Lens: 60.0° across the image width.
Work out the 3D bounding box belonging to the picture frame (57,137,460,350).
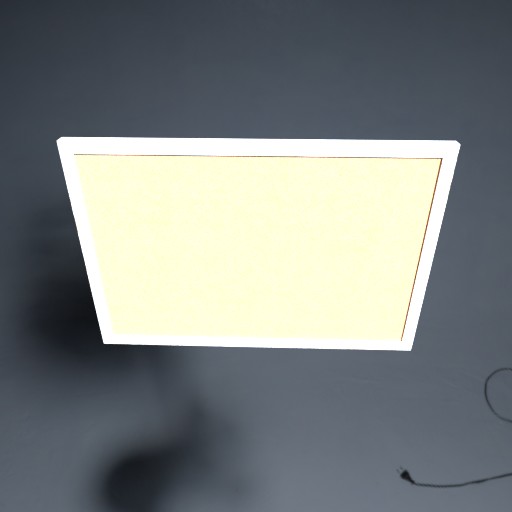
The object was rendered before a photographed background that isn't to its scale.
[{"bbox_3d":[0.000,0.000,1.221,0.950,0.640,0.029,1,31,2],"label":"picture frame"}]
